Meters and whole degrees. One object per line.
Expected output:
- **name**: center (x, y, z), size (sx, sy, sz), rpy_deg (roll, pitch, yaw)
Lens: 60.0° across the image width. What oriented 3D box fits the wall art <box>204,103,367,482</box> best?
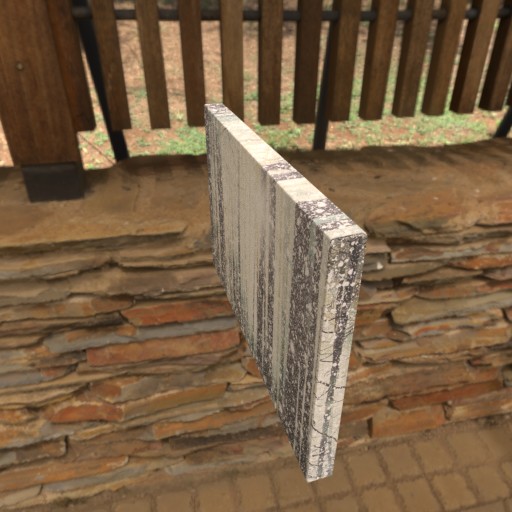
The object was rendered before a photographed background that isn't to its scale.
- **wall art**: center (0.000, 0.000, 0.789), size (0.042, 0.398, 0.618), rpy_deg (-9, 32, -14)
